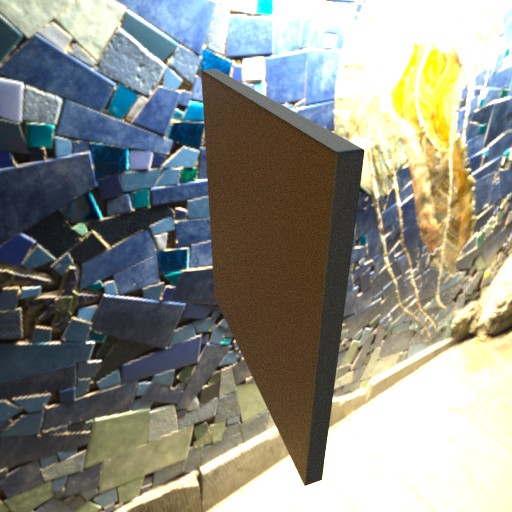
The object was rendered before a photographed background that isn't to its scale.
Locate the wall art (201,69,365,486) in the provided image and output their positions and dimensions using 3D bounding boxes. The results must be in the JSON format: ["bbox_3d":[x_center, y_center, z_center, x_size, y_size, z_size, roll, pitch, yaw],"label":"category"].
[{"bbox_3d":[0.000,0.000,1.867,0.078,1.288,1.287,-11,33,-17],"label":"wall art"}]
